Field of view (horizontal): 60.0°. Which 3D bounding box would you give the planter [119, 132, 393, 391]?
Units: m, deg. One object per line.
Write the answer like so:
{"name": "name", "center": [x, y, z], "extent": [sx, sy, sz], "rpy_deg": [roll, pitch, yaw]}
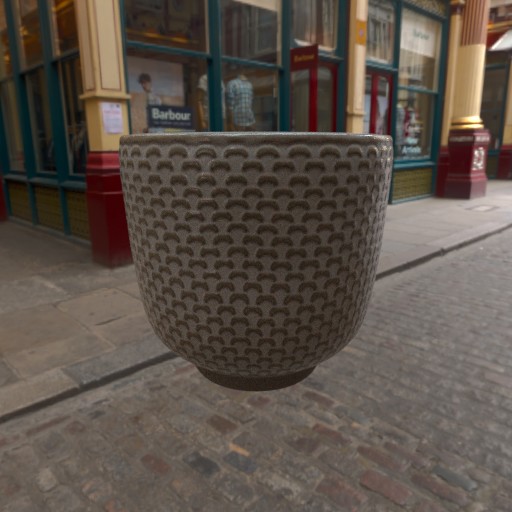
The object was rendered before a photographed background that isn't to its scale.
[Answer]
{"name": "planter", "center": [0.000, 0.000, 0.307], "extent": [0.173, 0.160, 0.173], "rpy_deg": [0, 14, 0]}
